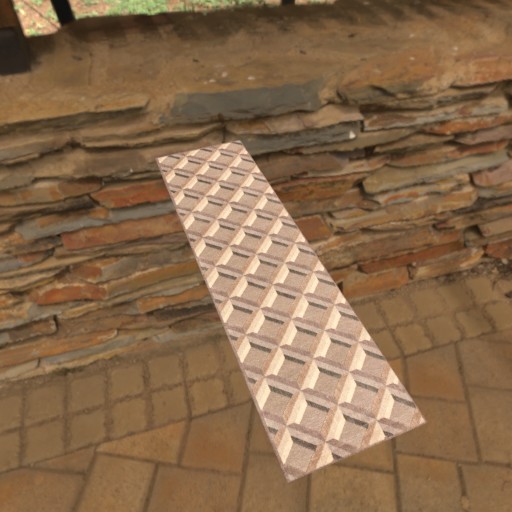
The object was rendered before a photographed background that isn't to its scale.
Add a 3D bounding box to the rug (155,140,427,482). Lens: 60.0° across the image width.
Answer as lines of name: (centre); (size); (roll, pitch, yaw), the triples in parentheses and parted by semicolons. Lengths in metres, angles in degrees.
rug: (0.000, 0.000, 2.657); (0.685, 0.013, 2.437); (-16, 49, -14)
